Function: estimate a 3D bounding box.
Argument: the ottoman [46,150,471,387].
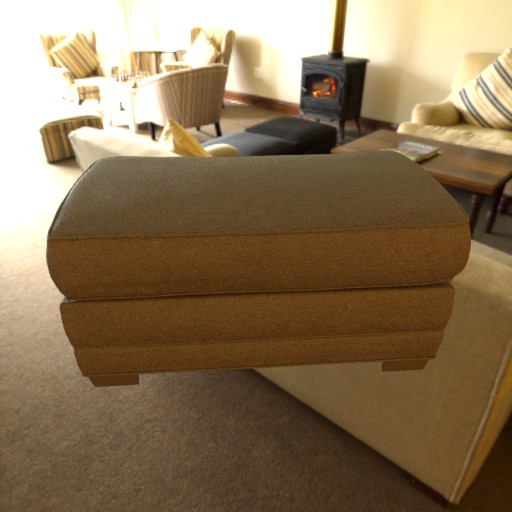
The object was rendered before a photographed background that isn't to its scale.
[{"bbox_3d":[0.000,0.000,1.138,0.864,0.448,0.490,-2,31,-3],"label":"ottoman"}]
